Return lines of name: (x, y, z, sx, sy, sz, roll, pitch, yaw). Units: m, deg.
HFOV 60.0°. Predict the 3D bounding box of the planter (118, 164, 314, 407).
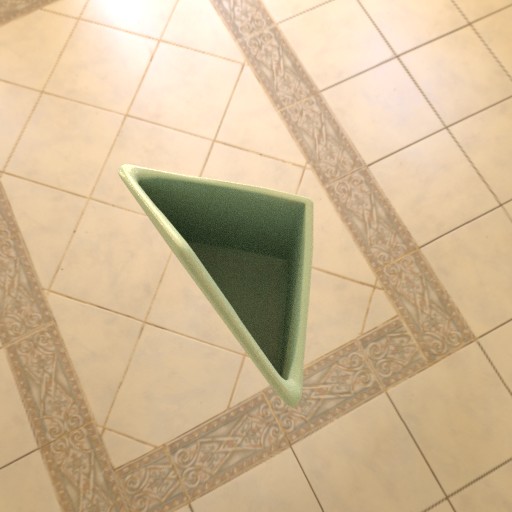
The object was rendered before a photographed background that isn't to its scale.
planter: (0.000, 0.000, 0.277, 0.079, 0.197, 0.164, -36, 78, -9)
